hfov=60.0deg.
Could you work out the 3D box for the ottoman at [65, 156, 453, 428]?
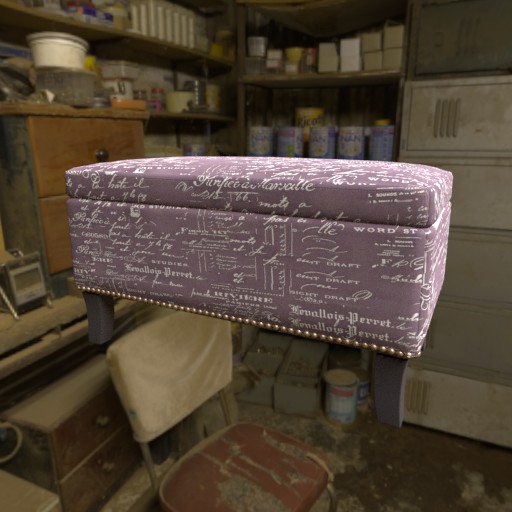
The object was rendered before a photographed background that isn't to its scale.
[{"bbox_3d":[0.000,0.000,1.056,0.813,0.457,0.406,8,17,26],"label":"ottoman"}]
